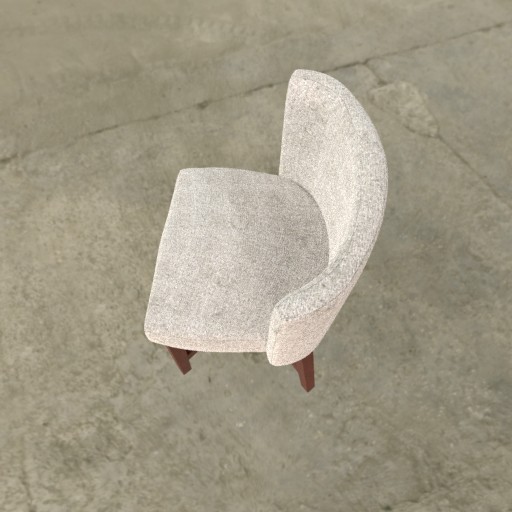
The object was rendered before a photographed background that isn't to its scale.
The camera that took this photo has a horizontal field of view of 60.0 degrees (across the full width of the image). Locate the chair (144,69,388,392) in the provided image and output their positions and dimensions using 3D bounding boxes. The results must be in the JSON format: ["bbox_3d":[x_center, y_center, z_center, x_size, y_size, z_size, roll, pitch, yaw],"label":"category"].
[{"bbox_3d":[0.000,0.000,1.317,0.575,0.827,0.728,4,59,2],"label":"chair"}]
